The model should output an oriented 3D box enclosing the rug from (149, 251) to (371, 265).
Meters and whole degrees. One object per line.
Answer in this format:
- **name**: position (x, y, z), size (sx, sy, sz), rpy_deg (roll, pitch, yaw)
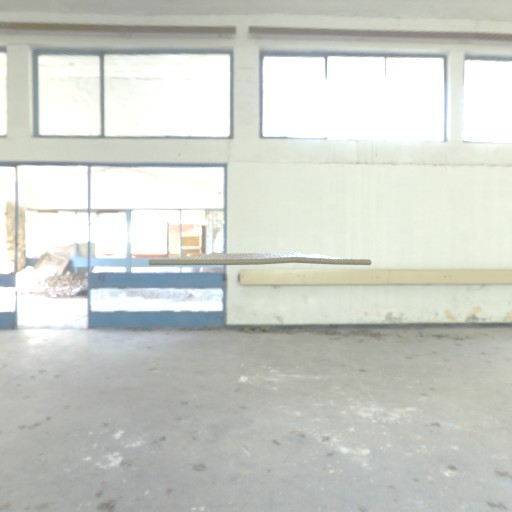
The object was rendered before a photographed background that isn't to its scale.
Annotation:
- **rug**: position (0.000, 0.000, 2.703), size (0.752, 0.051, 2.452), rpy_deg (0, 1, -1)
